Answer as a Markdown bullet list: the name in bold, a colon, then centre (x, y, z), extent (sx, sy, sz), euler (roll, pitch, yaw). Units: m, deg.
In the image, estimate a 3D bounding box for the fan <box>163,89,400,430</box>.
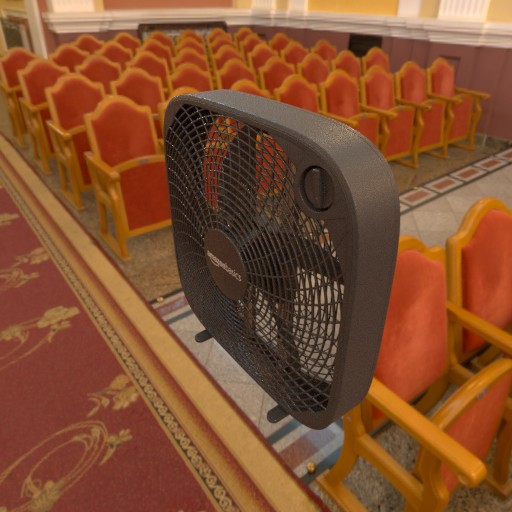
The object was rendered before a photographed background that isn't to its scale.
- **fan**: centre (0.000, 0.000, 0.805), extent (0.142, 0.533, 0.526), euler (-21, 37, -30)
